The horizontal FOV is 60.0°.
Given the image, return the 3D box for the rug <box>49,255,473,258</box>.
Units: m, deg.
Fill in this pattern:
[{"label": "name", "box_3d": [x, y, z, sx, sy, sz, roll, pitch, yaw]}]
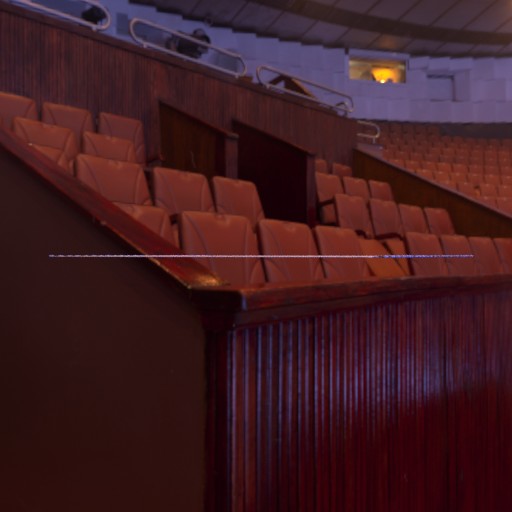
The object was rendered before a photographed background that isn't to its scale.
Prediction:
[{"label": "rug", "box_3d": [0.000, 0.000, 2.872, 2.315, 0.010, 1.544, 0, 0, 37]}]
